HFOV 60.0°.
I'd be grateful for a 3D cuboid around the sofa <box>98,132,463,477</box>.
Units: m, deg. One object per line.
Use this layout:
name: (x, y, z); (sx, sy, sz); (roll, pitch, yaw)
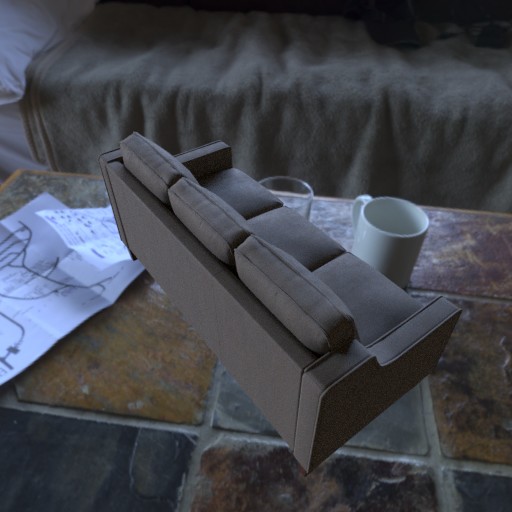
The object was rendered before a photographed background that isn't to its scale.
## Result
sofa: (0.000, 0.000, 2.507); (0.911, 0.974, 1.986); (-27, 49, -26)
